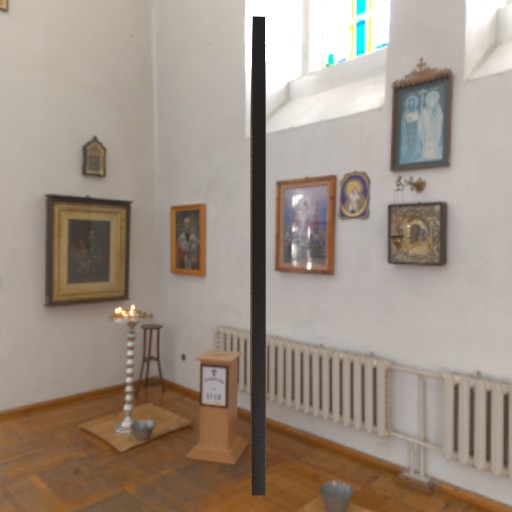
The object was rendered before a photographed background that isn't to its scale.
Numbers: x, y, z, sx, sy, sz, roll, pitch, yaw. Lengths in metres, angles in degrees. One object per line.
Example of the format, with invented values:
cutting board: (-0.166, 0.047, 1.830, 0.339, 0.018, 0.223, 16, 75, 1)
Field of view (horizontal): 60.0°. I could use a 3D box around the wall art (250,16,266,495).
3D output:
wall art: (0.000, 0.000, 0.551, 0.013, 0.432, 0.304, 0, -1, -1)
